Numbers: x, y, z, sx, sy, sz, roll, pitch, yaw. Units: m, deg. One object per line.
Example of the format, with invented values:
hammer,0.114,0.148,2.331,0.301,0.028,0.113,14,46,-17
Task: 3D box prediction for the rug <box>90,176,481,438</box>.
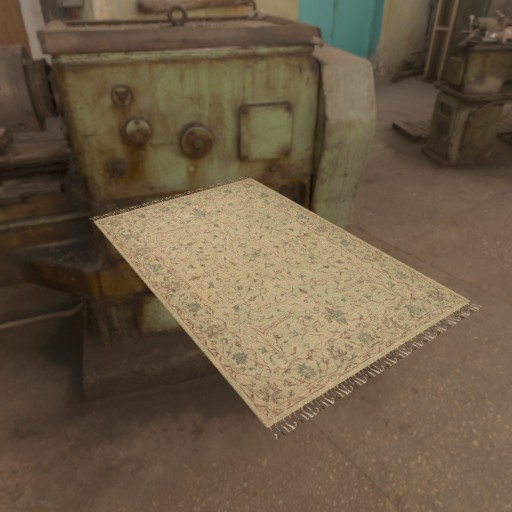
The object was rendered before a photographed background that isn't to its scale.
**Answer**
rug,0.000,0.000,3.063,1.544,0.010,2.435,-21,38,-29
